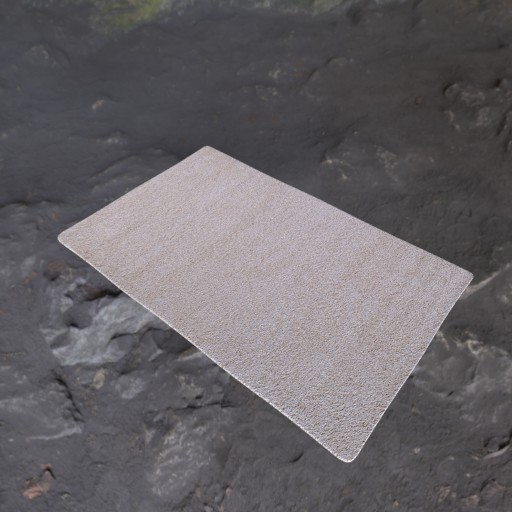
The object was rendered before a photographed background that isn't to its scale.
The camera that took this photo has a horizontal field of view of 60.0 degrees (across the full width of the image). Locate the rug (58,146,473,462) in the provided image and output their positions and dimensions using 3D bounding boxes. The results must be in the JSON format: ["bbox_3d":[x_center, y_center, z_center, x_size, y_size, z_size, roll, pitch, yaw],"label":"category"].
[{"bbox_3d":[0.000,0.000,2.927,2.349,0.026,1.500,31,53,26],"label":"rug"}]
